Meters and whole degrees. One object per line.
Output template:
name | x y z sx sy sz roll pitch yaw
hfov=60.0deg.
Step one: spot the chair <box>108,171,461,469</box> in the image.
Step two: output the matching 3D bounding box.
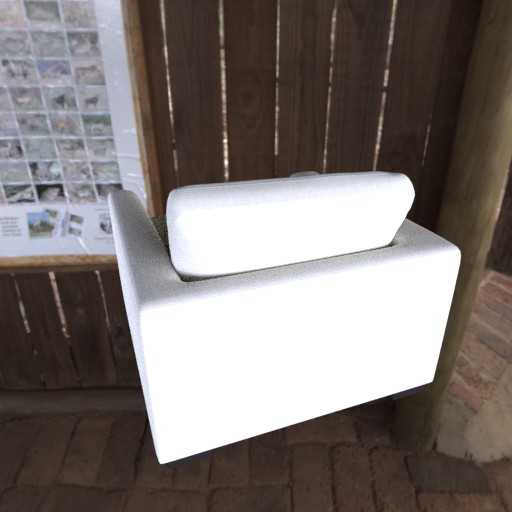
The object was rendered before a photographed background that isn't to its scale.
chair | 0.000 0.000 1.839 1.070 0.876 1.100 -9 28 -19
